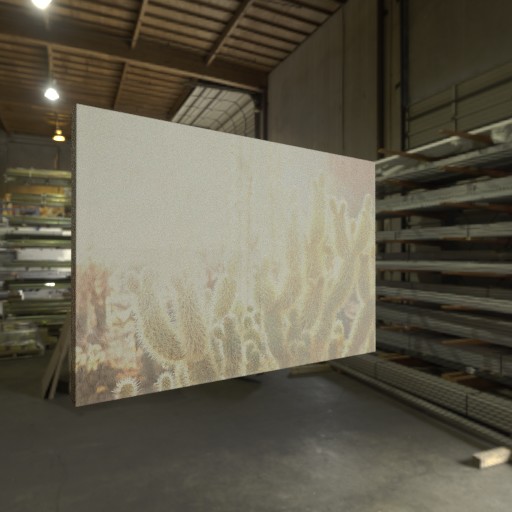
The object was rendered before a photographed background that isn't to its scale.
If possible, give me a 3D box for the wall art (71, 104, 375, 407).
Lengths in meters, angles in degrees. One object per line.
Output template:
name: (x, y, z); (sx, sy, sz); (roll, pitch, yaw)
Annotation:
wall art: (0.000, 0.000, 1.169); (0.916, 0.608, 0.040); (0, -1, -36)
